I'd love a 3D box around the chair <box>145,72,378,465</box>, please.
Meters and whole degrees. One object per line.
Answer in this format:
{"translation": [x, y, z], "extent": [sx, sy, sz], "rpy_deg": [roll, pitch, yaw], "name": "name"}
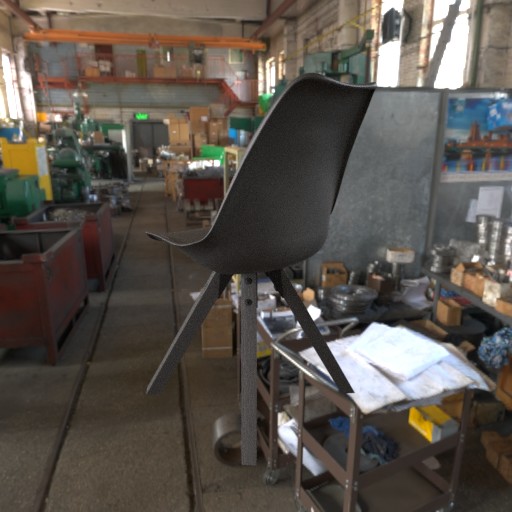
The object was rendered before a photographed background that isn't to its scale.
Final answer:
{"translation": [0.000, 0.000, 1.186], "extent": [0.550, 0.850, 0.485], "rpy_deg": [15, 21, 43], "name": "chair"}
